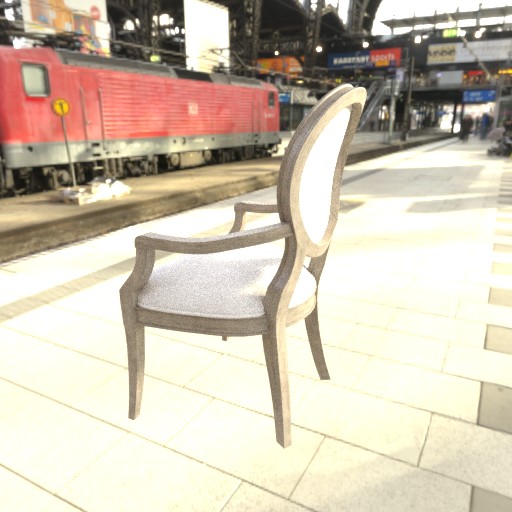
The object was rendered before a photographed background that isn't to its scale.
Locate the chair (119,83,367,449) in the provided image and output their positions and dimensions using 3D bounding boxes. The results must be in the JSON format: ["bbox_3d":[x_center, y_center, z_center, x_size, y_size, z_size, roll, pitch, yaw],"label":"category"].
[{"bbox_3d":[0.000,0.000,1.388,0.602,0.991,0.611,8,19,25],"label":"chair"}]
